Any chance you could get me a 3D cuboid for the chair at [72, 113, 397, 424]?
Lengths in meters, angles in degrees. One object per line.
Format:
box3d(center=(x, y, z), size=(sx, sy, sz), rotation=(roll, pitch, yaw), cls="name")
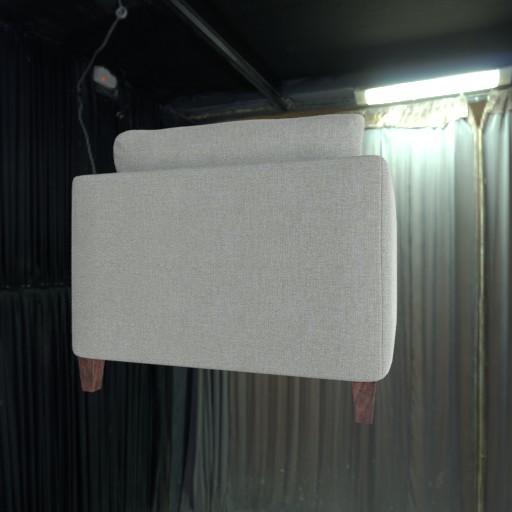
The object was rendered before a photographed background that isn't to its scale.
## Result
box3d(center=(0.000, 0.000, 1.836), size=(1.107, 0.963, 0.959), rotation=(0, 0, 18), cls="chair")
